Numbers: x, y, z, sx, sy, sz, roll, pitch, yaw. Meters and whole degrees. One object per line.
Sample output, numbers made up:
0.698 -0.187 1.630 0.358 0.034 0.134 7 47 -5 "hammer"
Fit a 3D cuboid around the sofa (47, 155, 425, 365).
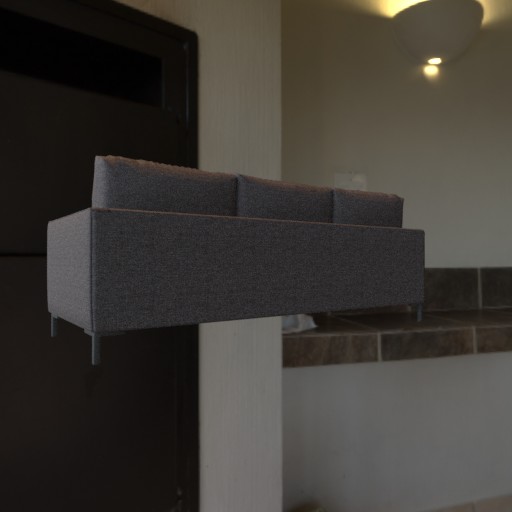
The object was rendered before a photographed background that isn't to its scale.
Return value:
0.000 0.000 2.734 2.253 0.882 0.876 0 -1 -35 "sofa"
